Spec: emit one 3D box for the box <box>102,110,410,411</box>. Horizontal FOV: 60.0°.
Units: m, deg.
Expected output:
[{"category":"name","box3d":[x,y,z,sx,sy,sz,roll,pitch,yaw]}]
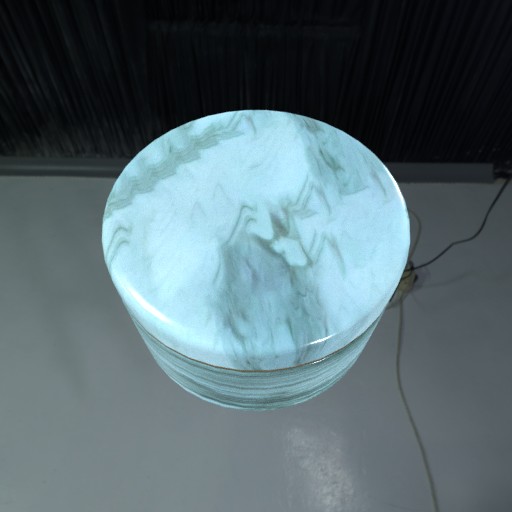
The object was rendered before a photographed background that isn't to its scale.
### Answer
[{"category":"box","box3d":[0.000,0.000,0.170,0.101,0.063,0.101,0,56,0]}]
